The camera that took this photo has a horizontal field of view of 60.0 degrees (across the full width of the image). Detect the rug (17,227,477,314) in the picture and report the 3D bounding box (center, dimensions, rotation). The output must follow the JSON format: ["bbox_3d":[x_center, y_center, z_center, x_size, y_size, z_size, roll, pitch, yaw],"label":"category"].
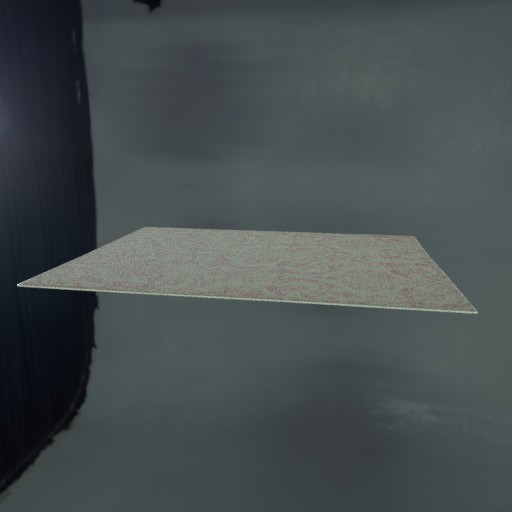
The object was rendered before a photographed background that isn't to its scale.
[{"bbox_3d":[0.000,0.000,2.839,2.202,0.014,1.598,2,15,9],"label":"rug"}]
